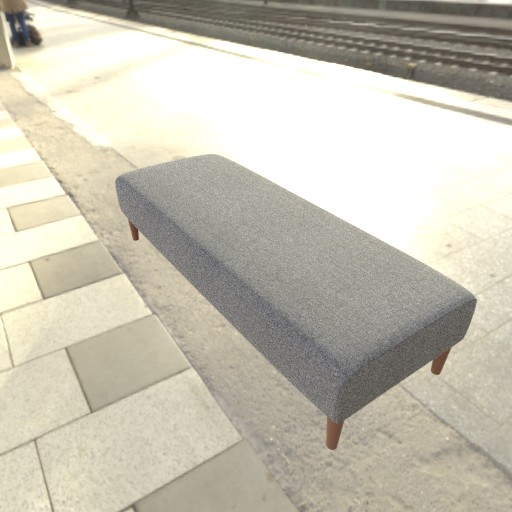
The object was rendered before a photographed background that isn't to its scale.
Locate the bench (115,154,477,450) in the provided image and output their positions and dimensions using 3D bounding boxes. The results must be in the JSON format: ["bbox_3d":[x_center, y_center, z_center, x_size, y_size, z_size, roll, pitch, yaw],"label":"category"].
[{"bbox_3d":[0.000,0.000,1.870,0.631,0.384,1.598,-21,38,-29],"label":"bench"}]
